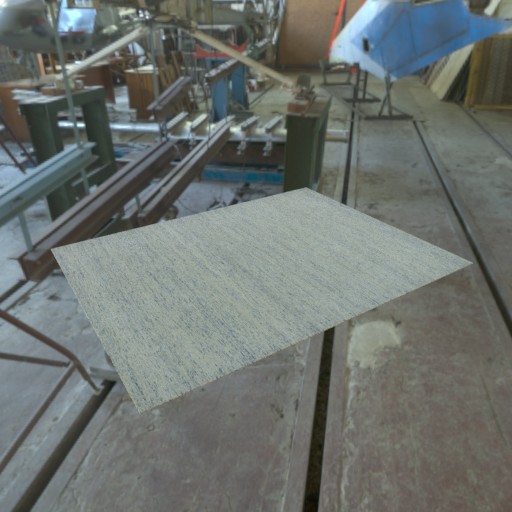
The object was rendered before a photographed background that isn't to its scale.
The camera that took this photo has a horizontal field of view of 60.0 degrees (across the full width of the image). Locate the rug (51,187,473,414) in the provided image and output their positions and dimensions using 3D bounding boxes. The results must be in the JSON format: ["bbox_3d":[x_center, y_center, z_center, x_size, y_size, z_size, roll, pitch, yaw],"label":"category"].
[{"bbox_3d":[0.000,0.000,4.212,3.197,0.006,2.438,-17,33,-29],"label":"rug"}]
